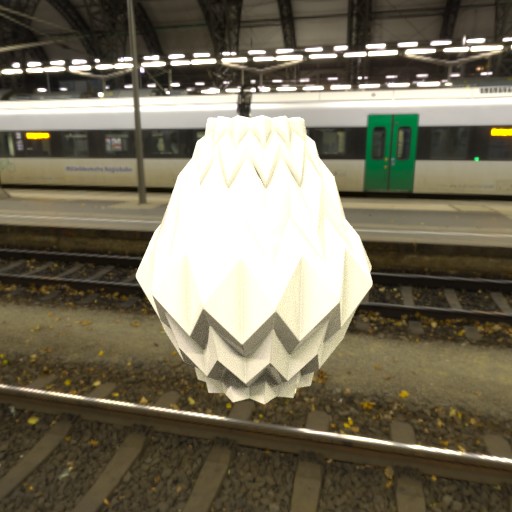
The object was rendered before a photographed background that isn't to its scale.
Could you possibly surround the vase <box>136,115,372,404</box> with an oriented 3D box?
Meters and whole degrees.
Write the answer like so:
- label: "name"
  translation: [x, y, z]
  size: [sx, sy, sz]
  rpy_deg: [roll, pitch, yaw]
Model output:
- label: "vase"
  translation: [0.000, 0.000, 0.312]
  size: [0.164, 0.185, 0.164]
  rpy_deg: [0, 14, 0]
